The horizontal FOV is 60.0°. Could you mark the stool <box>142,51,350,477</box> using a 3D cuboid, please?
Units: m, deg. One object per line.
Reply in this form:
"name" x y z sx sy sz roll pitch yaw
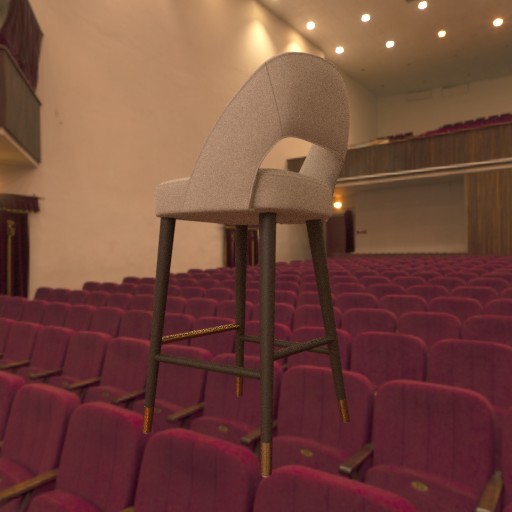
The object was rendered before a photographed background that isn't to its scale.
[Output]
"stool" 0.000 0.000 1.331 0.509 1.037 0.494 0 0 37
